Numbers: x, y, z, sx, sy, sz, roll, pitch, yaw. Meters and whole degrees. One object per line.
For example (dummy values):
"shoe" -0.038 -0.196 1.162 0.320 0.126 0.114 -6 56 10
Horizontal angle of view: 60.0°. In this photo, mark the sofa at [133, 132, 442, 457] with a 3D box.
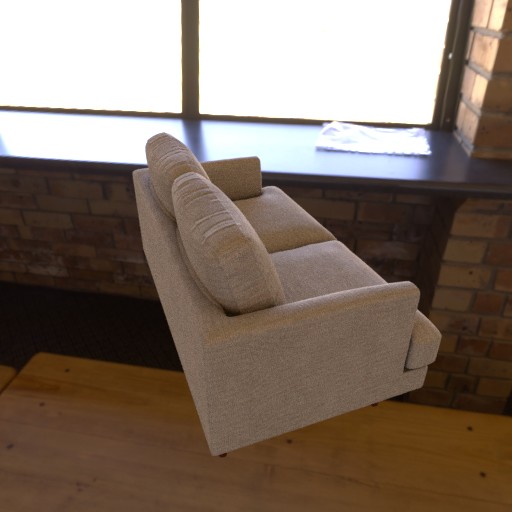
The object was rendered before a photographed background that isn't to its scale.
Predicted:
"sofa" 0.000 0.000 2.114 0.903 0.944 1.582 -11 32 -18
